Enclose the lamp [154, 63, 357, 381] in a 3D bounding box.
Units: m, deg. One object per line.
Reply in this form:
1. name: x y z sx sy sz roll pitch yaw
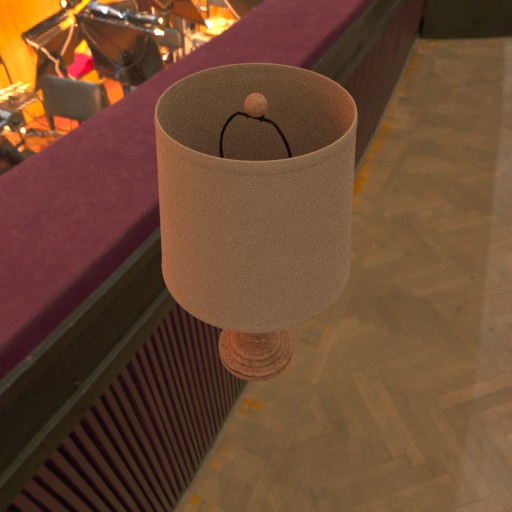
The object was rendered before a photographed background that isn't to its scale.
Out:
1. lamp: 0.000 0.000 0.651 0.273 0.497 0.273 0 46 0
